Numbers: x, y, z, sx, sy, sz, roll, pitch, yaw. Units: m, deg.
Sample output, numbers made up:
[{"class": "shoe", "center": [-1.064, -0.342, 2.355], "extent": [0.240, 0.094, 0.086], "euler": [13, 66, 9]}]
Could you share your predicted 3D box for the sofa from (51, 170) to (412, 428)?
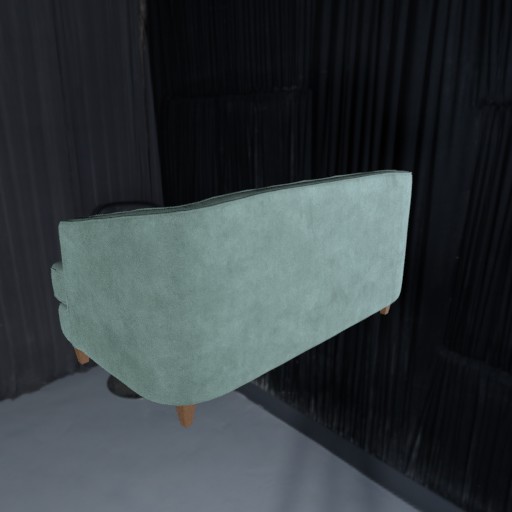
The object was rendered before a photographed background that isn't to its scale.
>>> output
[{"class": "sofa", "center": [0.000, 0.000, 2.247], "extent": [1.733, 0.855, 0.941], "euler": [-16, 24, -42]}]
